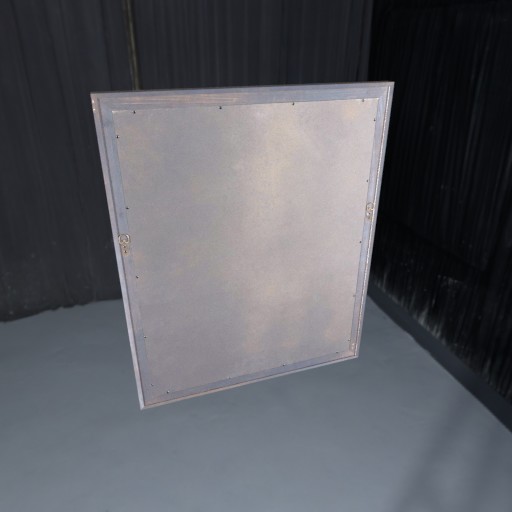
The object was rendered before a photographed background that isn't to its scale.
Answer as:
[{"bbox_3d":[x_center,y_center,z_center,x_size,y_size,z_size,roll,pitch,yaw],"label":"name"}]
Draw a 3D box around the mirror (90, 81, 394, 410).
[{"bbox_3d":[0.000,0.000,1.228,0.730,0.882,0.032,-9,28,-17],"label":"mirror"}]
